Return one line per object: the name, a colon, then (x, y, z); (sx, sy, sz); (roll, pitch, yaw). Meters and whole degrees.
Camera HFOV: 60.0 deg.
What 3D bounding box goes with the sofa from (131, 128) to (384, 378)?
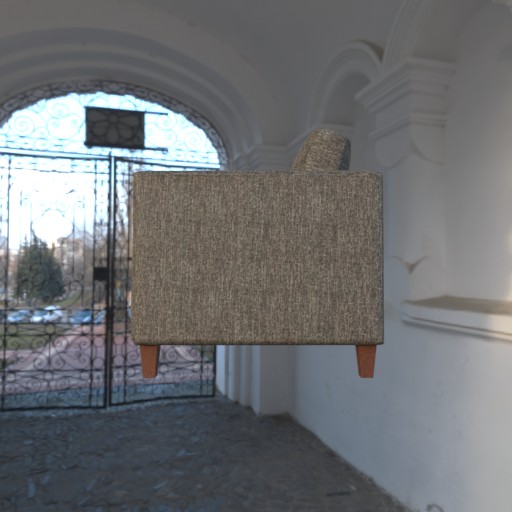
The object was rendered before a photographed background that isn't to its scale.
sofa: (0.000, 0.000, 2.689); (0.948, 0.960, 2.208); (0, -1, 0)
